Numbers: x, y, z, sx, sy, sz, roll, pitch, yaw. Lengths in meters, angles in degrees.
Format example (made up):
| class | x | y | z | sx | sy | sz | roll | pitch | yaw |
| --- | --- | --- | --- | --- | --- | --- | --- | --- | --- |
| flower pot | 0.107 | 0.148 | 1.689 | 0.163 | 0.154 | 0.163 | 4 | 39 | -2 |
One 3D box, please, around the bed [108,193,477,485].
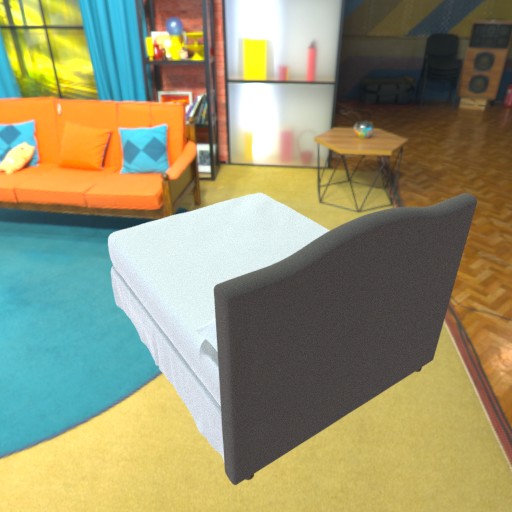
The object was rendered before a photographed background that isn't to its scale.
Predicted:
| class | x | y | z | sx | sy | sz | roll | pitch | yaw |
| --- | --- | --- | --- | --- | --- | --- | --- | --- | --- |
| bed | 0.000 | 0.000 | 3.107 | 1.666 | 1.387 | 2.036 | -19 | 36 | -29 |
